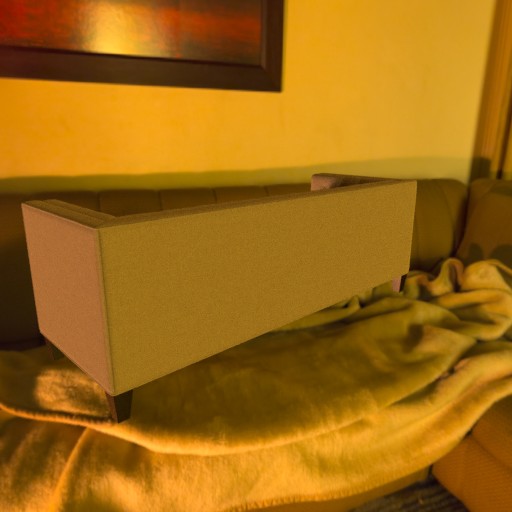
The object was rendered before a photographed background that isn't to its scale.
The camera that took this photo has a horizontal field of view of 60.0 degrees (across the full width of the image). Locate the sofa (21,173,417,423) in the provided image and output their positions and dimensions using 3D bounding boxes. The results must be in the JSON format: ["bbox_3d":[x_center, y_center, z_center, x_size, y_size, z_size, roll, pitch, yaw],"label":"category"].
[{"bbox_3d":[0.000,0.000,2.517,2.159,0.762,0.775,-14,21,-41],"label":"sofa"}]
